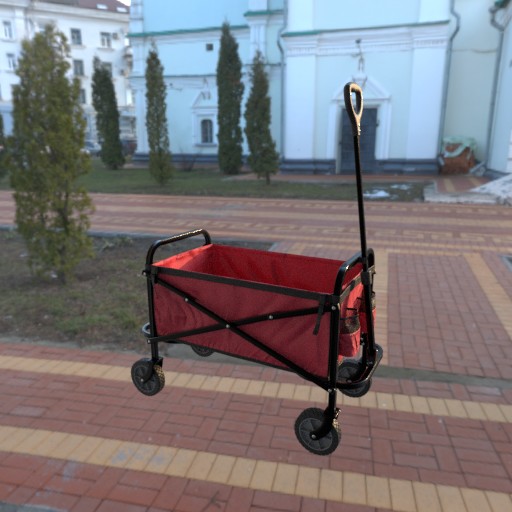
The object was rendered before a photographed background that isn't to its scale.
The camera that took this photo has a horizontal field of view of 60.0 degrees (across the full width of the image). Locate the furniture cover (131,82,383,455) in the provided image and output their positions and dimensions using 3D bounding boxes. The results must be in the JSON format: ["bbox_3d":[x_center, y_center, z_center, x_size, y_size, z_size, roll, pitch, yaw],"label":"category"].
[{"bbox_3d":[0.000,0.000,1.822,1.038,1.295,0.532,8,16,28],"label":"furniture cover"}]
